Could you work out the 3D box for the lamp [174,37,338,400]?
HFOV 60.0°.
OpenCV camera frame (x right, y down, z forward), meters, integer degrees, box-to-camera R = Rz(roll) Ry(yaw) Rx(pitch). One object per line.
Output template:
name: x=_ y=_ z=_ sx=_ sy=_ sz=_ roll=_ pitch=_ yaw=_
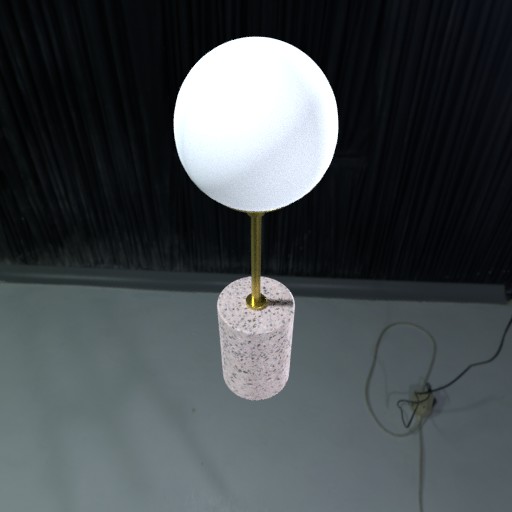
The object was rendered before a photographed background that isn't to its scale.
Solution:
lamp: x=0.000 y=0.000 z=0.528 sx=0.153 sy=0.480 sz=0.153 roll=0 pitch=42 yaw=0
